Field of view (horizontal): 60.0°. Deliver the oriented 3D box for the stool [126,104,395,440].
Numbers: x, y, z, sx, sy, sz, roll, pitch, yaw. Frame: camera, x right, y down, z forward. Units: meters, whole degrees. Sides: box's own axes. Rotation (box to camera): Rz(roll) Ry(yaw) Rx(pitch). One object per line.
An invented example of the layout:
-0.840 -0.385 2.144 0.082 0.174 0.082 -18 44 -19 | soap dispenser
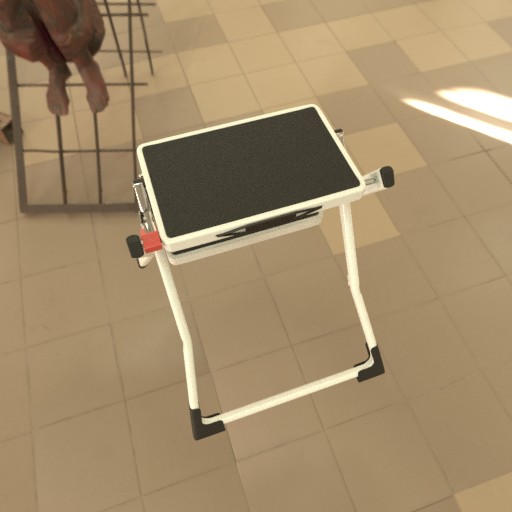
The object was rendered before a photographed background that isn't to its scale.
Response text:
0.000 0.000 0.856 0.485 0.445 0.490 -16 60 -10 | stool
